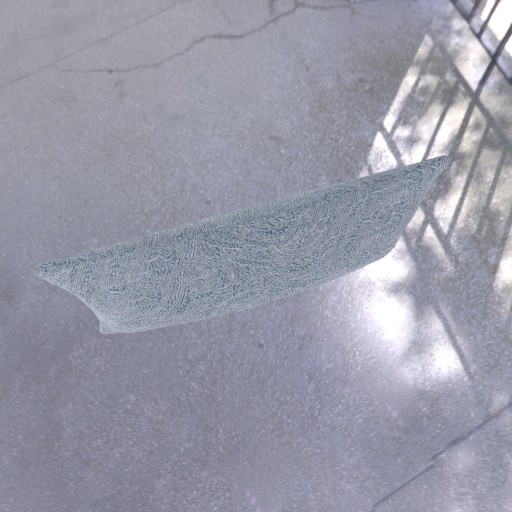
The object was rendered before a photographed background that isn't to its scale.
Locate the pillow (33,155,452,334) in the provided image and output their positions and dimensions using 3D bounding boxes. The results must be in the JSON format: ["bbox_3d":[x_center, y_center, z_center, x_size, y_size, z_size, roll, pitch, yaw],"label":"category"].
[{"bbox_3d":[0.000,0.000,0.751,0.615,0.295,0.151,-16,65,-8],"label":"pillow"}]
